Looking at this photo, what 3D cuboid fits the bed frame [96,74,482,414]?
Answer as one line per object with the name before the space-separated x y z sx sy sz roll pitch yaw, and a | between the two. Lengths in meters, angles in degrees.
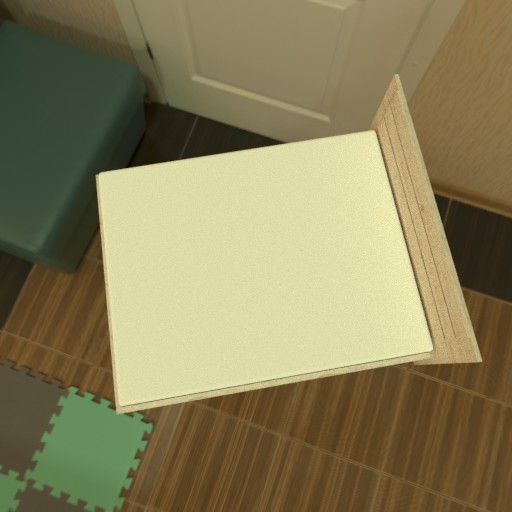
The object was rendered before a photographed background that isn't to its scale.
bed frame | 0.000 0.000 2.923 2.080 0.970 1.750 -9 76 -2
